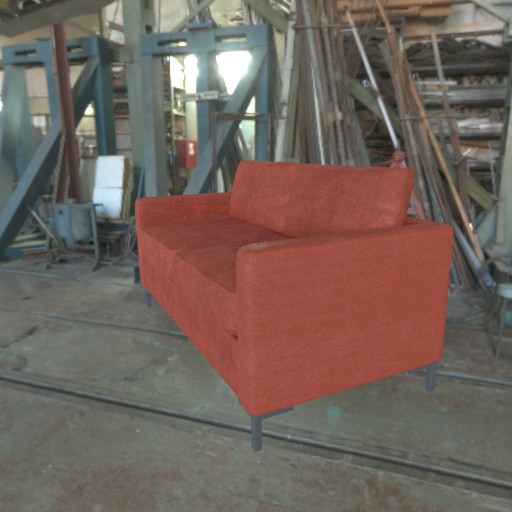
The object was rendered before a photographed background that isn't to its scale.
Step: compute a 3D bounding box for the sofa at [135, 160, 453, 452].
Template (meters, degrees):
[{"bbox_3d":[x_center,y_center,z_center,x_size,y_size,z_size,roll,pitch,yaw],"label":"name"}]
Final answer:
[{"bbox_3d":[0.000,0.000,2.148,0.864,0.896,1.574,-7,16,-26],"label":"sofa"}]
